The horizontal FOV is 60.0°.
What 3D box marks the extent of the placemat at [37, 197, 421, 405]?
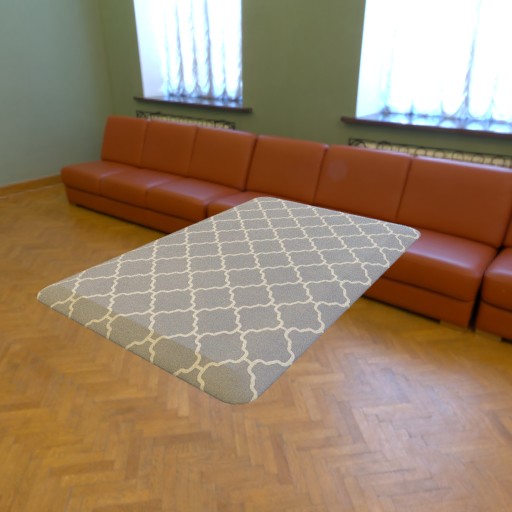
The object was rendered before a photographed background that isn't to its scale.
[{"bbox_3d":[0.000,0.000,0.977,0.508,0.021,0.762,17,30,32],"label":"placemat"}]
